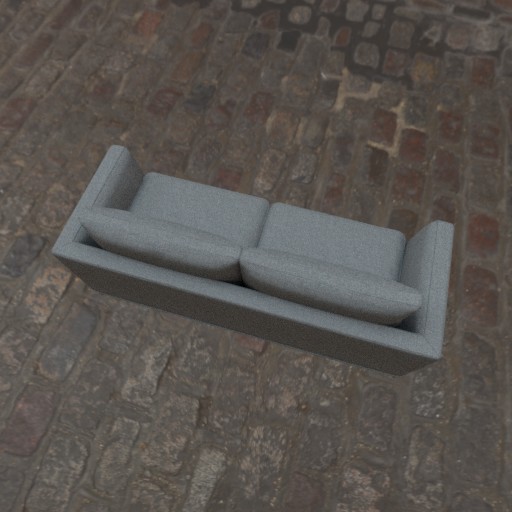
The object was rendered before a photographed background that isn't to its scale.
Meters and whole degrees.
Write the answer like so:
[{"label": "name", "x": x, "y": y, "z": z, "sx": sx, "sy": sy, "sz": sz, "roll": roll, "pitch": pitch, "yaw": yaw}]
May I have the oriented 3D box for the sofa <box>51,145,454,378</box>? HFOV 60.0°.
[{"label": "sofa", "x": 0.000, "y": 0.000, "z": 2.790, "sx": 2.212, "sy": 1.002, "sz": 0.869, "roll": 14, "pitch": 63, "yaw": 7}]
